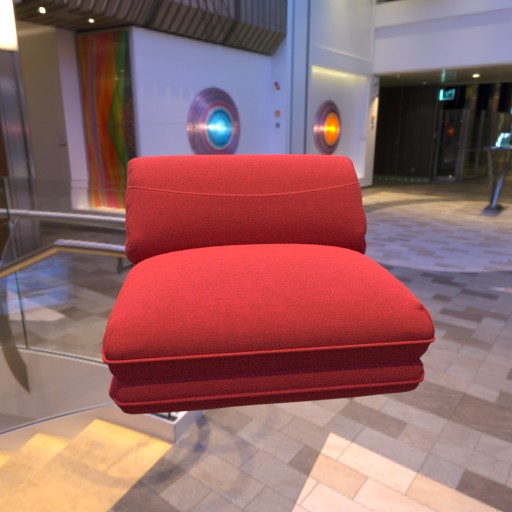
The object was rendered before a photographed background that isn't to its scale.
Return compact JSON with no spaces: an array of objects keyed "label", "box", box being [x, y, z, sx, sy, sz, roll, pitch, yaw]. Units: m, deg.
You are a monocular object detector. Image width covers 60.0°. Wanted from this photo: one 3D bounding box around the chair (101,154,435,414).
[{"label":"chair","box":[0.000,0.000,1.357,0.820,0.580,0.780,-2,16,-8]}]
